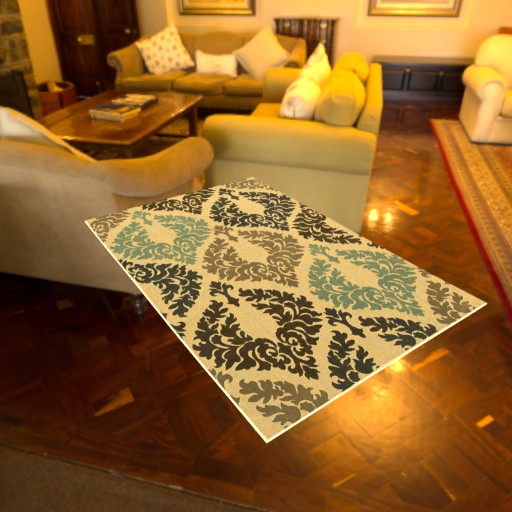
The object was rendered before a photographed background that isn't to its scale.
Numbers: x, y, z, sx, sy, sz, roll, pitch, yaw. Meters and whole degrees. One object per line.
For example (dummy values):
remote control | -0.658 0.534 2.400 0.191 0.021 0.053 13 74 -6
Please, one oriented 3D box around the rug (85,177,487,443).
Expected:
rug | 0.000 0.000 2.859 1.514 0.014 2.275 -20 37 -29
